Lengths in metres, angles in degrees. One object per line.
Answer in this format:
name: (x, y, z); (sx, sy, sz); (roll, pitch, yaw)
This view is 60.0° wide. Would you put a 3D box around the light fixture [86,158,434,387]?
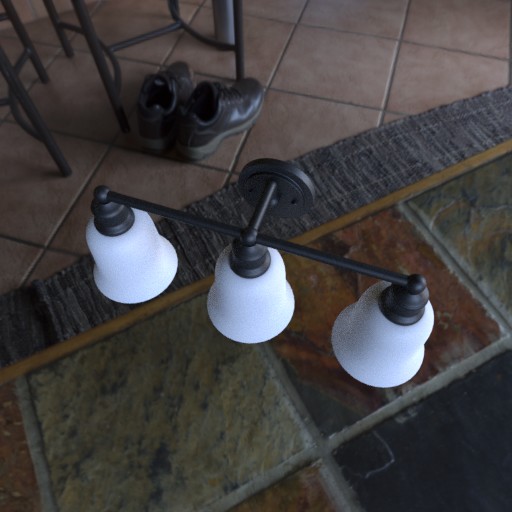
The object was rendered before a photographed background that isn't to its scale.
light fixture: (0.000, 0.000, 0.661); (0.570, 0.211, 0.198); (16, 60, 10)
